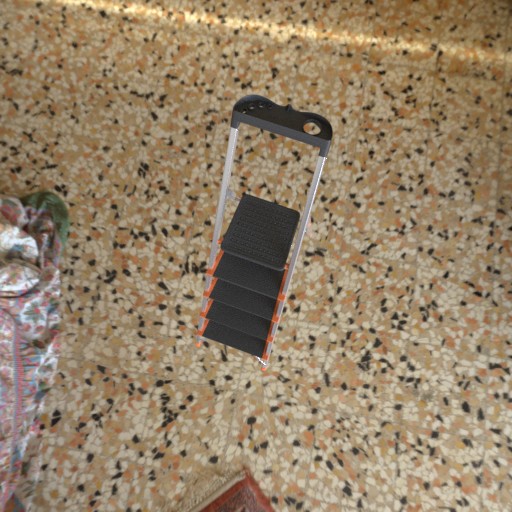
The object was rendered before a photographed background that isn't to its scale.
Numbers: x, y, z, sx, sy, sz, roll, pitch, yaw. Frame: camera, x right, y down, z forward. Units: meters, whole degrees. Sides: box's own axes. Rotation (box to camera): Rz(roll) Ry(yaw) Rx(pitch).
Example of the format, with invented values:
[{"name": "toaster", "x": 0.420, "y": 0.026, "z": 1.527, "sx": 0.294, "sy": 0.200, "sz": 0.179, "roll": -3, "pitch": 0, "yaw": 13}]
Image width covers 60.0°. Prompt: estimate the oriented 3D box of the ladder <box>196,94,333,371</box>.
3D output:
[{"name": "ladder", "x": 0.000, "y": 0.000, "z": 2.177, "sx": 0.480, "sy": 1.646, "sz": 0.995, "roll": 19, "pitch": 76, "yaw": 5}]
